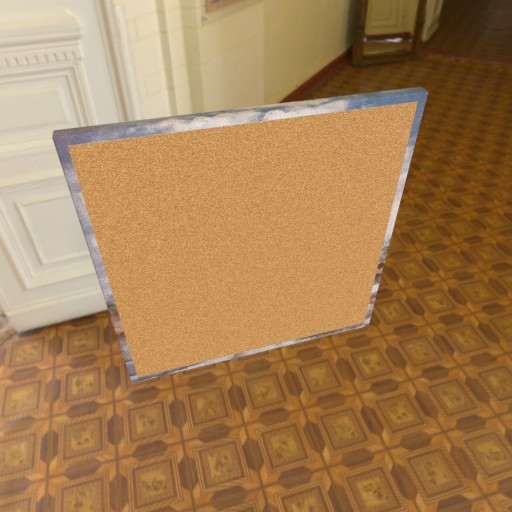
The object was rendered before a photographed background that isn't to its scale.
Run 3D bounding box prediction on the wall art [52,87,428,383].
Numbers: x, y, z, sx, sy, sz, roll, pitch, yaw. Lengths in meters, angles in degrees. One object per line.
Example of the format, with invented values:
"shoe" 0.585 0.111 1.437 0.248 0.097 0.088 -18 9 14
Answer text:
"wall art" 0.000 0.000 1.495 1.010 1.020 0.040 -11 42 -12
